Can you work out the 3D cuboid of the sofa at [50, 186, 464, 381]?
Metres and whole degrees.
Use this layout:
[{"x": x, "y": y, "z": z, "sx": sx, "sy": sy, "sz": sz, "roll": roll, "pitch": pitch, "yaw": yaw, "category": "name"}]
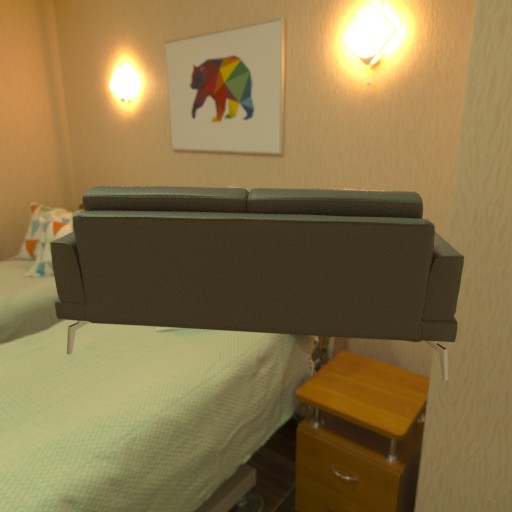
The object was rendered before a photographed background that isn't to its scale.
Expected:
[{"x": 0.000, "y": 0.000, "z": 2.760, "sx": 2.177, "sy": 0.930, "sz": 1.121, "roll": 2, "pitch": 16, "yaw": 7, "category": "sofa"}]
